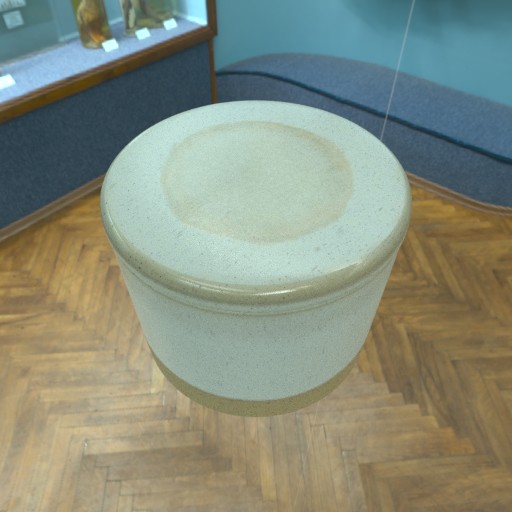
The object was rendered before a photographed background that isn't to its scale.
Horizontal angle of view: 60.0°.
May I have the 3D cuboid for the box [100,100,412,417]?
[{"bbox_3d":[0.000,0.000,0.265,0.154,0.123,0.154,0,47,0],"label":"box"}]
